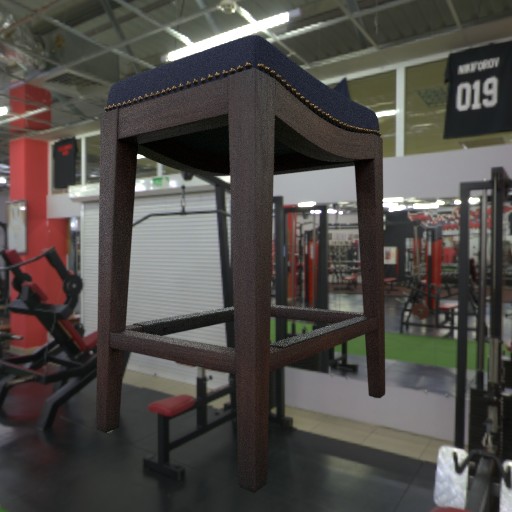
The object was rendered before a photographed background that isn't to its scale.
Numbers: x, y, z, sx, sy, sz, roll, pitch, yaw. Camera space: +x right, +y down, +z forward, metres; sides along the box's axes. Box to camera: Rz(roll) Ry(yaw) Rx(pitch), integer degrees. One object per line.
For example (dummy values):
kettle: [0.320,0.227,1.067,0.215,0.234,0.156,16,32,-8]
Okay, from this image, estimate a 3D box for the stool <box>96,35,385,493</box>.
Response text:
stool: [0.000,0.000,0.901,0.361,0.642,0.500,1,1,36]
